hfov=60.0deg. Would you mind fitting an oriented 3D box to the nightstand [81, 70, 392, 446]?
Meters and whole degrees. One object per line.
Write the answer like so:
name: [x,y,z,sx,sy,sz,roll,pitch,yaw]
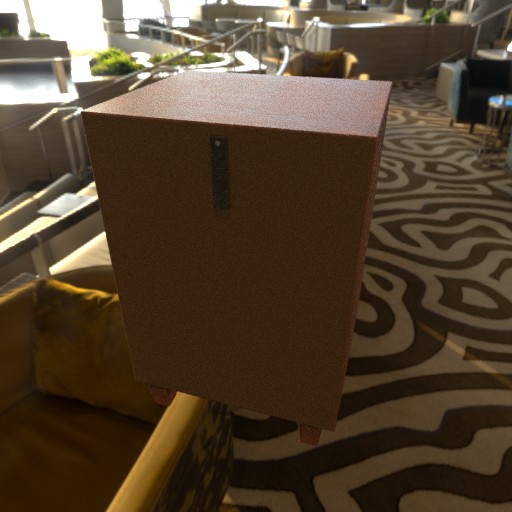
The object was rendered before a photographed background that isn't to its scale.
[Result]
nightstand: [0.000,0.000,0.994,0.465,0.695,0.410,9,33,15]
